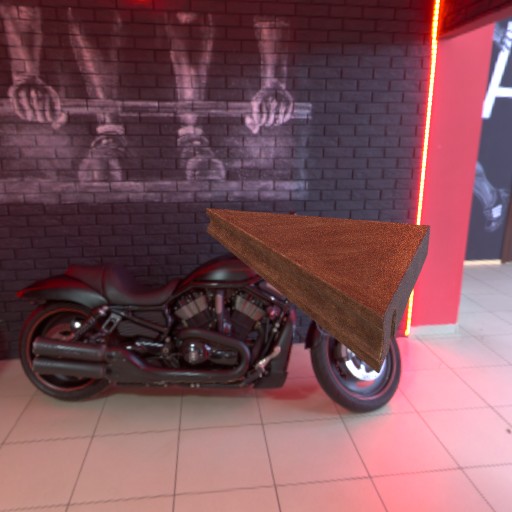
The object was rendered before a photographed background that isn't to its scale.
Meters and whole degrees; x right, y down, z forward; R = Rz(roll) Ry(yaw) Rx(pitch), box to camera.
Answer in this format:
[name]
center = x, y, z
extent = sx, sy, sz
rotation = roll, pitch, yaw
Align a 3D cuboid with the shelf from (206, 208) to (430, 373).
[shelf]
center = 0.000, 0.000, 0.437
extent = 0.296, 0.035, 0.296
rotation = 7, 16, 25
